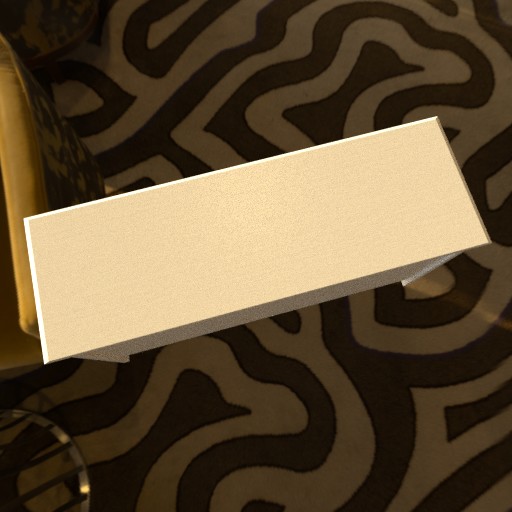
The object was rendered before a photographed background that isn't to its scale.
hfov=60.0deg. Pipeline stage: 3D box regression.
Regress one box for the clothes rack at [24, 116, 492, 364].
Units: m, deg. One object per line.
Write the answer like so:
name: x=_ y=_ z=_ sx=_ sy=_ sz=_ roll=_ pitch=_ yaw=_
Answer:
clothes rack: x=0.000 y=0.000 z=1.467 sx=1.218 sy=0.558 sz=0.405 roll=-15 pitch=75 yaw=-4
